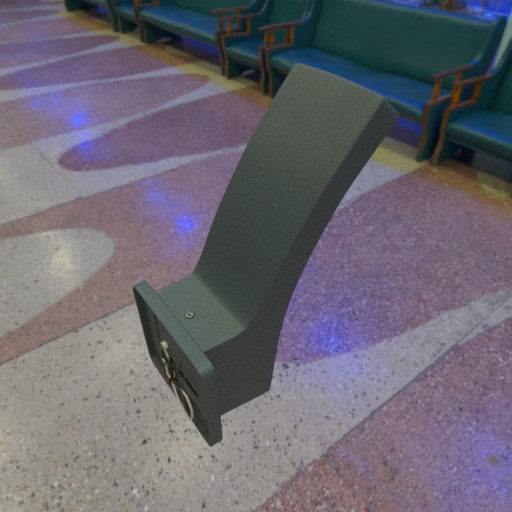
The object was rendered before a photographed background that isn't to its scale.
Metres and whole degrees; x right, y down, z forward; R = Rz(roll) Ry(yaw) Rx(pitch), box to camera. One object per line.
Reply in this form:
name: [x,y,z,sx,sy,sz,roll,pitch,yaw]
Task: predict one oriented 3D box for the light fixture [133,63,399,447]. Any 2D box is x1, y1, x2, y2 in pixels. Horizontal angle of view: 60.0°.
light fixture: [0.000,0.000,0.338,0.174,0.243,0.108,-26,47,-27]
